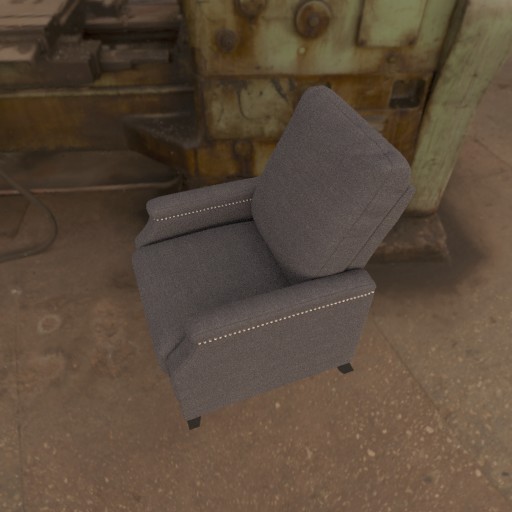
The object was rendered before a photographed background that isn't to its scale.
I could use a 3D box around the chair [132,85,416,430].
[{"bbox_3d":[0.000,0.000,1.724,0.922,1.049,0.710,-15,48,-14],"label":"chair"}]
